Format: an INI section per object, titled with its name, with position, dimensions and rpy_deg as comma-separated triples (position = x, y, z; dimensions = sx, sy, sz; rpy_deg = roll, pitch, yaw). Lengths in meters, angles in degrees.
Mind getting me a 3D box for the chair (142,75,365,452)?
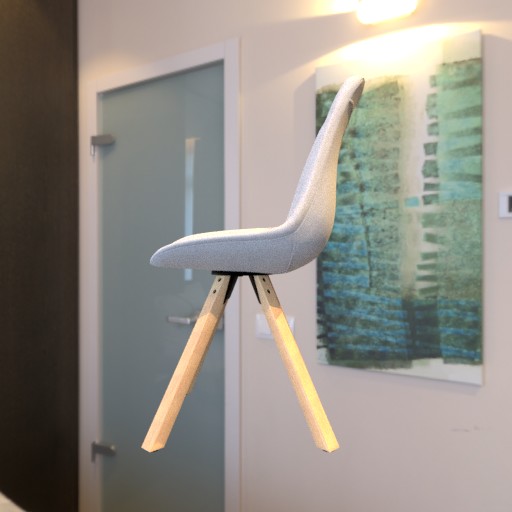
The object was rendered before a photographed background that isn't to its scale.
[chair]
position = 0.000, 0.000, 1.186
dimensions = 0.549, 0.863, 0.474
rpy_deg = 0, 0, 1
